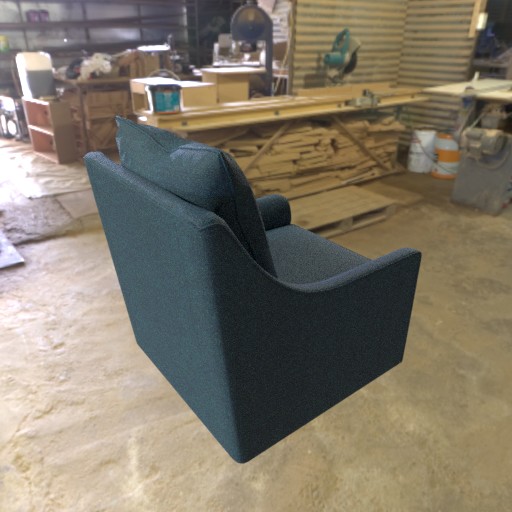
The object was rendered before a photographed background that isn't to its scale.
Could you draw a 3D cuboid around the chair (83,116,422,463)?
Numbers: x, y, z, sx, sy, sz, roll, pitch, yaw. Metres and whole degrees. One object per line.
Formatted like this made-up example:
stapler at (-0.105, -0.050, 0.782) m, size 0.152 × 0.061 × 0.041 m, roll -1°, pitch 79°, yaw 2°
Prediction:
chair at (0.000, 0.000, 1.554) m, size 0.870 × 0.939 × 0.750 m, roll -19°, pitch 32°, yaw -33°
